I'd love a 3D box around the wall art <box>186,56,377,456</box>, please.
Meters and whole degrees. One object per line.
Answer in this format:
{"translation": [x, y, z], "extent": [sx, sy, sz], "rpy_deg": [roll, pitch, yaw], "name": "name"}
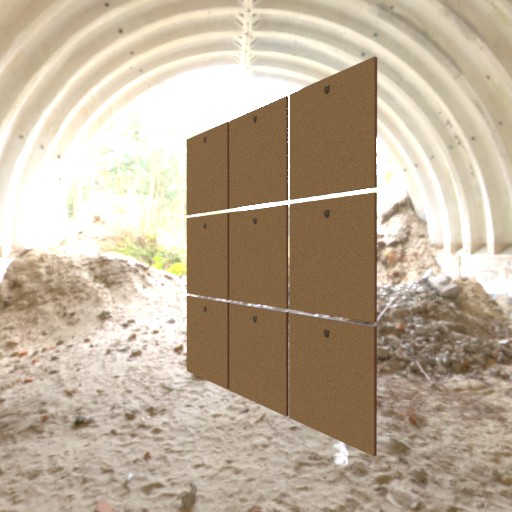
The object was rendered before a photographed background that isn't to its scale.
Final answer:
{"translation": [0.000, 0.000, 1.841], "extent": [0.019, 1.218, 1.221], "rpy_deg": [0, 0, -36], "name": "wall art"}
